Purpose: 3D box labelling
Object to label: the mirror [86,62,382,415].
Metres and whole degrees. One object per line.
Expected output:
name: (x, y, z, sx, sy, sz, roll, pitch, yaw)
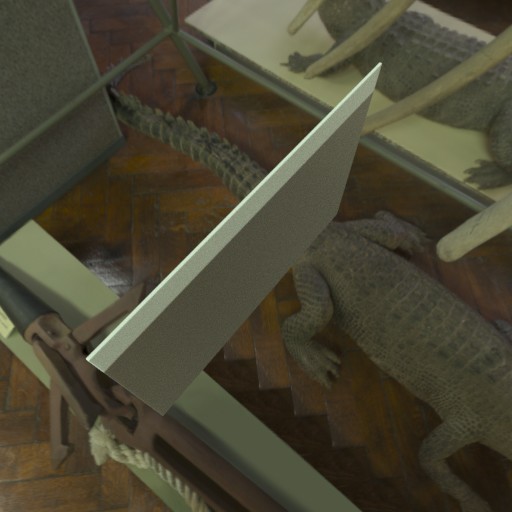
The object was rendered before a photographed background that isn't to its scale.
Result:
mirror: (0.000, 0.000, 1.133, 0.030, 0.630, 0.870, 36, 68, 17)
